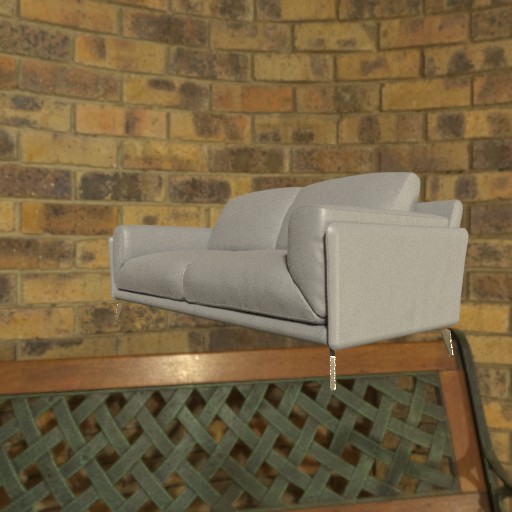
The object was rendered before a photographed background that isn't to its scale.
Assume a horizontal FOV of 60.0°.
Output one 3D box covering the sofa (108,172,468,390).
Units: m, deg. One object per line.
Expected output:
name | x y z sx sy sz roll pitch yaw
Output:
sofa | 0.000 0.000 2.658 1.049 0.930 2.101 -1 1 -39
